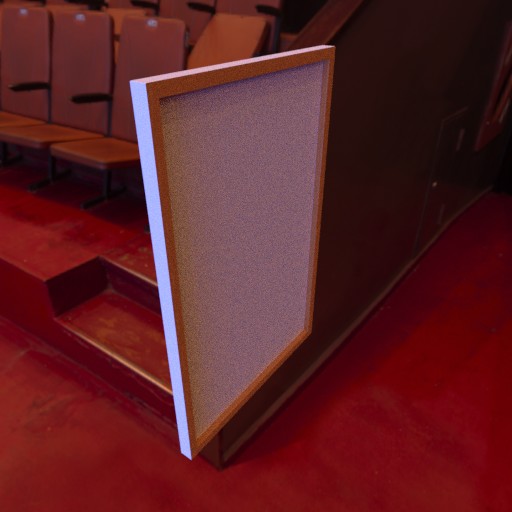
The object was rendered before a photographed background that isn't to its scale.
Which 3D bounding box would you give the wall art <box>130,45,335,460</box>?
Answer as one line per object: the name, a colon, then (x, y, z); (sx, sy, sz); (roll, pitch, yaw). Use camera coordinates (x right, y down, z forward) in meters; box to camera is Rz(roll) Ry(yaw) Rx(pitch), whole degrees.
wall art: (0.000, 0.000, 1.120); (0.037, 0.916, 0.610); (21, 37, 30)
